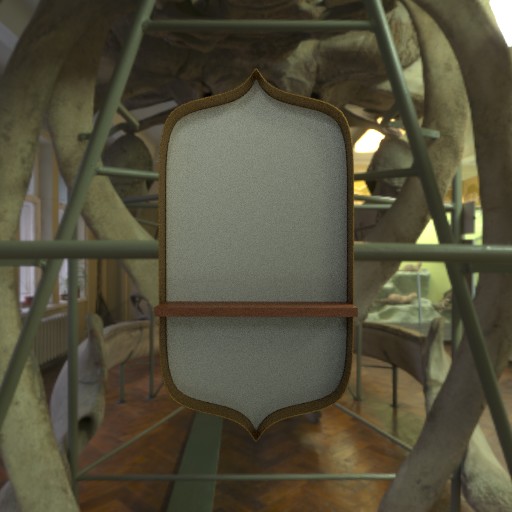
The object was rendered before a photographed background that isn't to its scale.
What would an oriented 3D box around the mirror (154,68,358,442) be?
[{"bbox_3d":[0.000,0.000,0.731,0.323,0.613,0.096,0,1,1],"label":"mirror"}]
